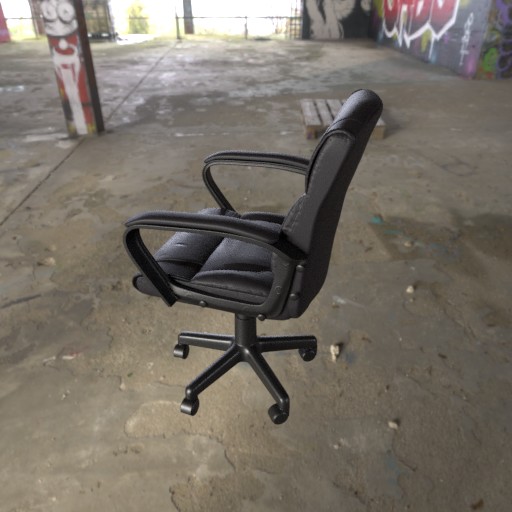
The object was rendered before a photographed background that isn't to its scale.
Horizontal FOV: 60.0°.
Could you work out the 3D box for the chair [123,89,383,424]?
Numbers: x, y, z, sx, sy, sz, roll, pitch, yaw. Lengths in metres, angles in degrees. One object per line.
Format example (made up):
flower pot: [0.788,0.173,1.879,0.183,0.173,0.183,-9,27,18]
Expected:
chair: [0.000,0.000,1.397,0.641,0.998,0.576,9,32,15]
